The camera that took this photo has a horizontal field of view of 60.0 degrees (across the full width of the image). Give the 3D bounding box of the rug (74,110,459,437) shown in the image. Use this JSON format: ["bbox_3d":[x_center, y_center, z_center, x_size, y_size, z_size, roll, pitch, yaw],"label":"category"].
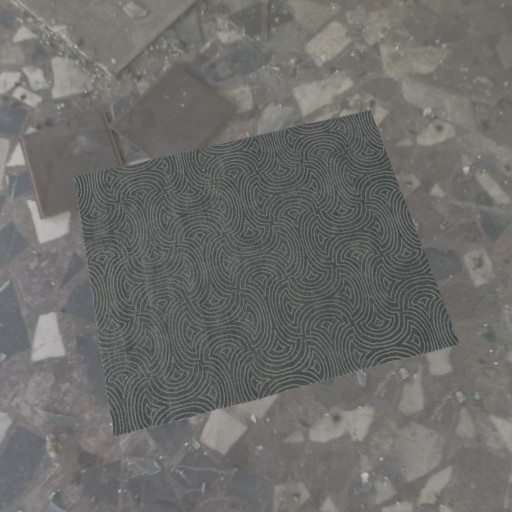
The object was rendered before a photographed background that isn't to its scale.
[{"bbox_3d":[0.000,0.000,4.097,3.042,0.021,2.456,-14,74,-4],"label":"rug"}]
